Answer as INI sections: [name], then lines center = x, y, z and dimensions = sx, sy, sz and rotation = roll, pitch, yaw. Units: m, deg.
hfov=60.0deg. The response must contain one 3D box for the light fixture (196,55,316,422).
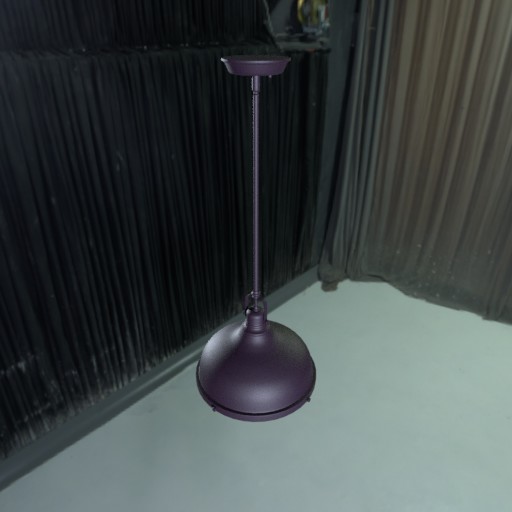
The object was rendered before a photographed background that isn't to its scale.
[light fixture]
center = 0.000, 0.000, 1.036
dimensions = 0.341, 0.849, 0.341
rotation = 20, 35, 32
